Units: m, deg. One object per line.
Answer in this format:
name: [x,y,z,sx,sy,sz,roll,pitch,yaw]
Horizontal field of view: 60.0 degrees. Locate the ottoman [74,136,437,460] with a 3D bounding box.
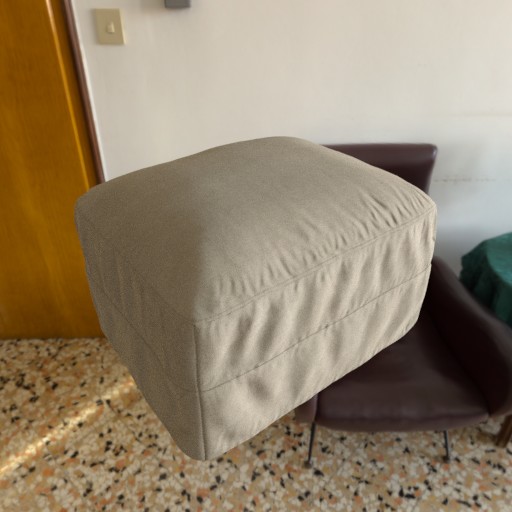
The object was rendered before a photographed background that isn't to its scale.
ottoman: [0.000,0.000,1.079,0.712,0.480,0.584,-21,37,-31]
